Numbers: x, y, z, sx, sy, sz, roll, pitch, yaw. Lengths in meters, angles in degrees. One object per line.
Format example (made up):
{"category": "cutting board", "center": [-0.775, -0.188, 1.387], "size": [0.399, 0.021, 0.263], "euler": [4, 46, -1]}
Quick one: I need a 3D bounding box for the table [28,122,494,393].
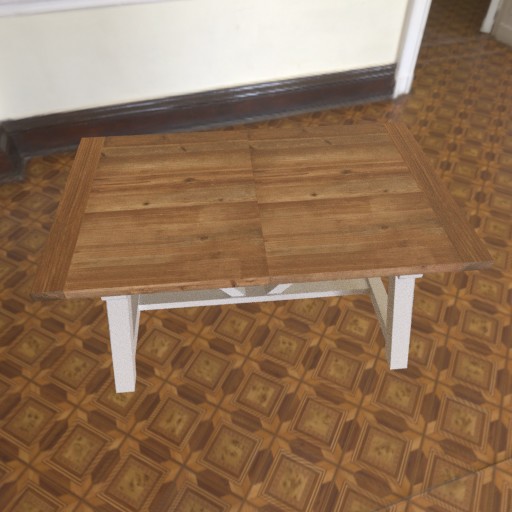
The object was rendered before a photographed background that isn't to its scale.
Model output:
{"category": "table", "center": [0.000, 0.000, 2.007], "size": [1.503, 0.743, 0.922], "euler": [-4, 46, -4]}
